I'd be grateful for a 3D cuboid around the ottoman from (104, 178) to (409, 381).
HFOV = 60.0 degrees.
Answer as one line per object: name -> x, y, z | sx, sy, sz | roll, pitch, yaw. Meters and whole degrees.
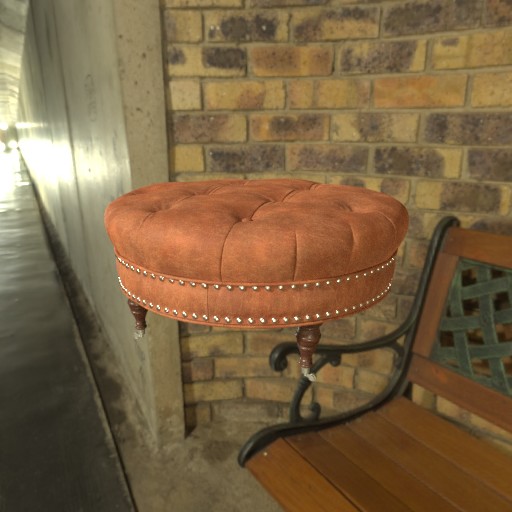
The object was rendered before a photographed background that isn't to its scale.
ottoman -> 0.000, 0.000, 1.416 | 0.901, 0.444, 0.901 | 0, 16, 0
